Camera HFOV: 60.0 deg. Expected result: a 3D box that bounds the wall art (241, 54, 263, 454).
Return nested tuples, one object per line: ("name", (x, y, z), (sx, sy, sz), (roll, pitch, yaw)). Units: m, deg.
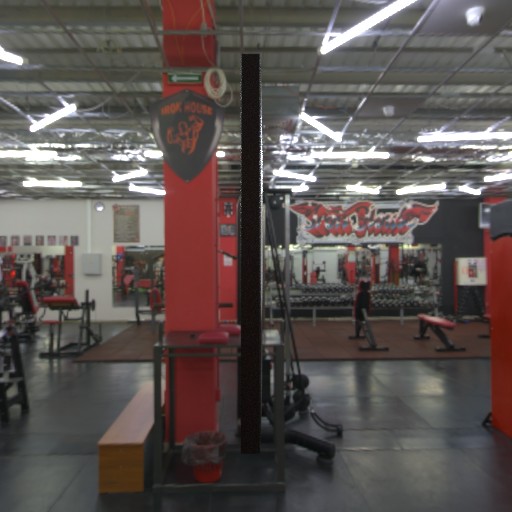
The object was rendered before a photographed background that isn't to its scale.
("wall art", (0.000, 0.000, 0.823), (0.022, 0.446, 0.659), (0, -1, 1))
